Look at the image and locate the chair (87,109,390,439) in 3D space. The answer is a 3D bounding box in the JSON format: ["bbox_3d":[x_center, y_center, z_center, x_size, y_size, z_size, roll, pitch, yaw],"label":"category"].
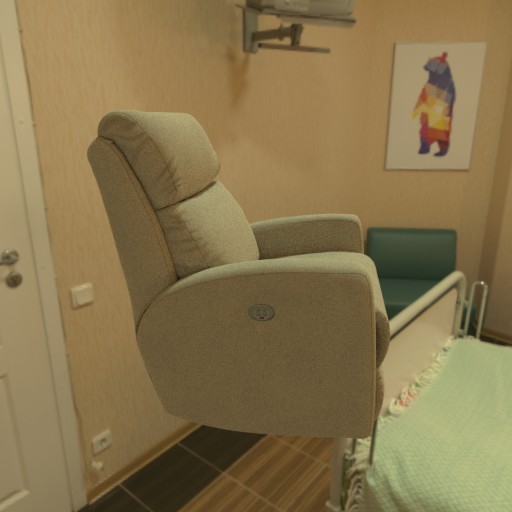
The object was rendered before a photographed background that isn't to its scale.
[{"bbox_3d":[0.000,0.000,1.639,0.940,1.021,0.794,3,18,10],"label":"chair"}]
